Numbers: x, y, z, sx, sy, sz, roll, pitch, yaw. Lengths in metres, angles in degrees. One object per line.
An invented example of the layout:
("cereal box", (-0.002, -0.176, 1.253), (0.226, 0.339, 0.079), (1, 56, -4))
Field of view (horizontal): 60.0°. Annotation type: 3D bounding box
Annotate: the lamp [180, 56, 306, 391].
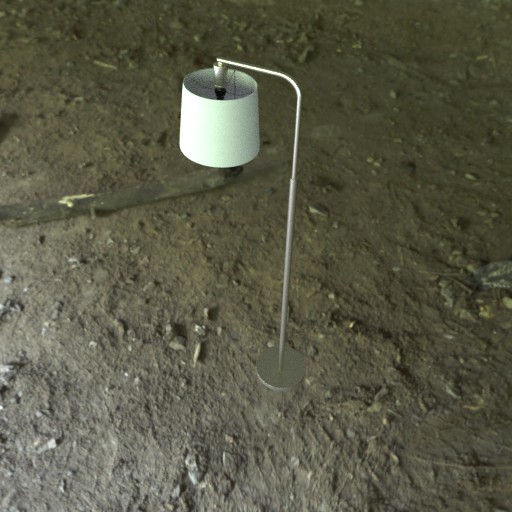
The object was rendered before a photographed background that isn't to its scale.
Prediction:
("lamp", (0.000, 0.000, 1.727), (0.508, 1.478, 0.254), (15, 46, 15))
